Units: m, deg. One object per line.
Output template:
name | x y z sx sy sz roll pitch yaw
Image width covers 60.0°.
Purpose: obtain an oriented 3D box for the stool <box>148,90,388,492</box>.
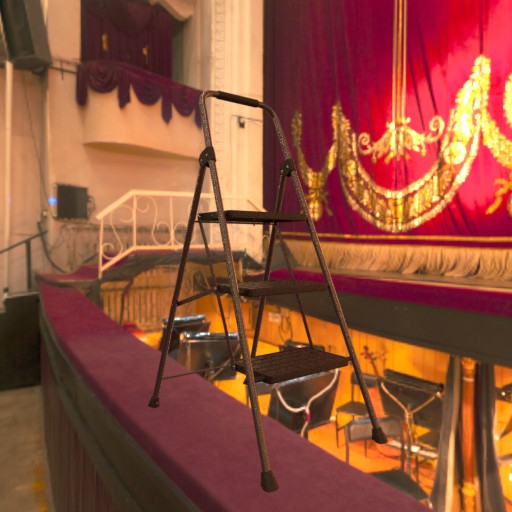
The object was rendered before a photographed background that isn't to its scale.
stool | 0.000 0.000 1.484 0.473 1.121 0.733 -1 2 -37
